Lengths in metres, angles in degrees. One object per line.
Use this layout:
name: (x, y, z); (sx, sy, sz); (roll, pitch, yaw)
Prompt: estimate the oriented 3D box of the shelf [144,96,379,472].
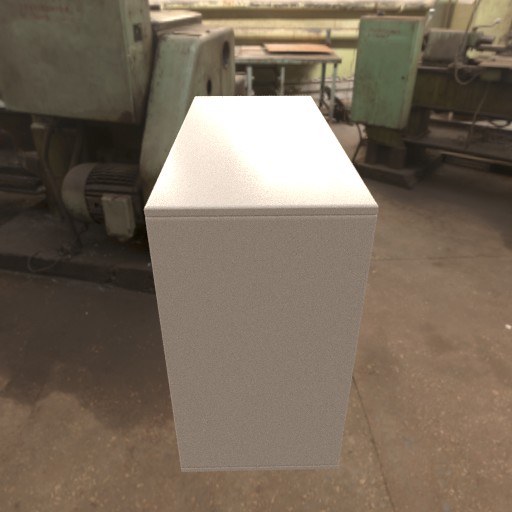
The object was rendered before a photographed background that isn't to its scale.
shelf: (0.000, 0.000, 1.317); (0.396, 0.732, 0.895); (-1, 31, -1)
